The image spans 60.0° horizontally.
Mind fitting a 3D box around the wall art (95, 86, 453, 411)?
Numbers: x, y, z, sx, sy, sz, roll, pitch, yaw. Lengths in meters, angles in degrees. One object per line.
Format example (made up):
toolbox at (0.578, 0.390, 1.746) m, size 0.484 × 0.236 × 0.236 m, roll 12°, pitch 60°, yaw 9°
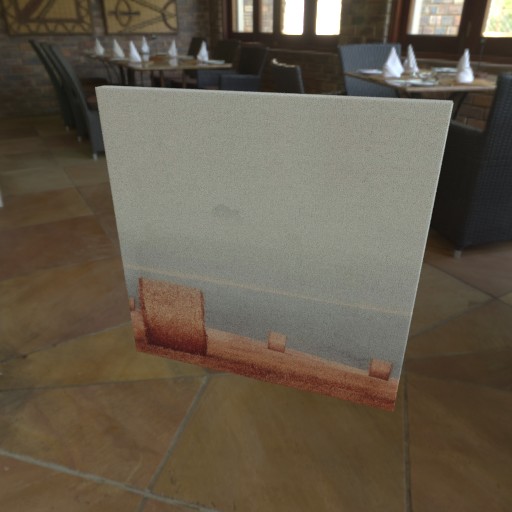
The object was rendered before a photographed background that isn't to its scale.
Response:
wall art at (0.000, 0.000, 0.582) m, size 0.405 × 0.405 × 0.023 m, roll 9°, pitch 29°, yaw 16°
